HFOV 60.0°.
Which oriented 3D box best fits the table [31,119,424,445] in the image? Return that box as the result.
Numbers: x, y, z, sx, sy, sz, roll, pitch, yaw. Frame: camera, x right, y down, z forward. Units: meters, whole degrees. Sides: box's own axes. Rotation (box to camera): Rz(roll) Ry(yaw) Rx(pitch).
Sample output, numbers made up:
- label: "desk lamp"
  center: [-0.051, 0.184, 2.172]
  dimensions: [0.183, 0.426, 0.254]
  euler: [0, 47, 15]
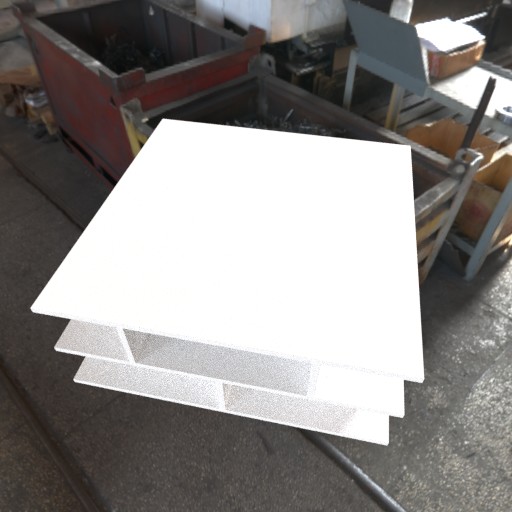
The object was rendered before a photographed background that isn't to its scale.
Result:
- label: "table"
  center: [0.000, 0.000, 1.105]
  dimensions: [0.700, 0.289, 0.700]
  euler: [9, 47, 8]
